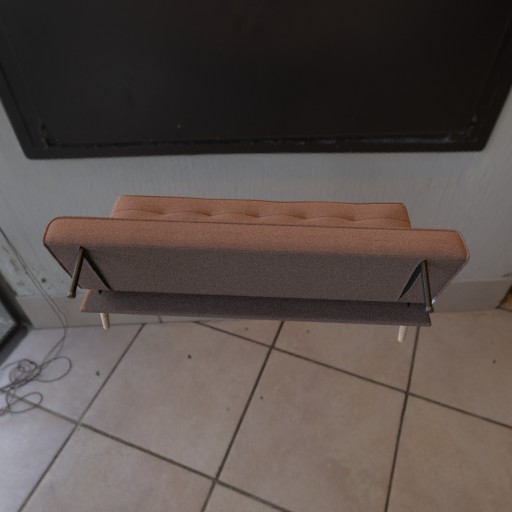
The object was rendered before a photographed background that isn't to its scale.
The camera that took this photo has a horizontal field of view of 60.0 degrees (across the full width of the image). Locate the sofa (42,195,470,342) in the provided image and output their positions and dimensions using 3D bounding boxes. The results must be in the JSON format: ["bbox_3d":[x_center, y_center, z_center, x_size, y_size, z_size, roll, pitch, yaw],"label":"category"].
[{"bbox_3d":[0.000,0.000,2.336,1.820,0.810,1.038,2,47,2],"label":"sofa"}]
